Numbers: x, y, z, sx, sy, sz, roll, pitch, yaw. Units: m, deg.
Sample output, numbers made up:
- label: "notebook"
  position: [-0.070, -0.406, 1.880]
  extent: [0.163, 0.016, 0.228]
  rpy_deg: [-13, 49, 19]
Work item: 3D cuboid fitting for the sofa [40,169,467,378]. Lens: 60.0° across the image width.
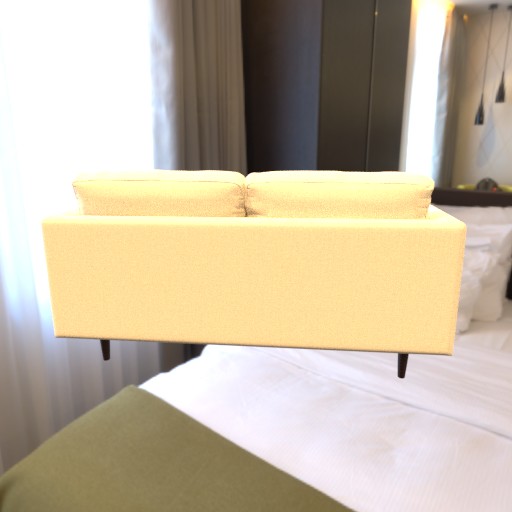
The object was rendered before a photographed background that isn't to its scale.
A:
- label: "sofa"
  position: [0.000, 0.000, 2.244]
  extent: [1.713, 0.893, 0.940]
  rpy_deg: [2, 15, 7]
